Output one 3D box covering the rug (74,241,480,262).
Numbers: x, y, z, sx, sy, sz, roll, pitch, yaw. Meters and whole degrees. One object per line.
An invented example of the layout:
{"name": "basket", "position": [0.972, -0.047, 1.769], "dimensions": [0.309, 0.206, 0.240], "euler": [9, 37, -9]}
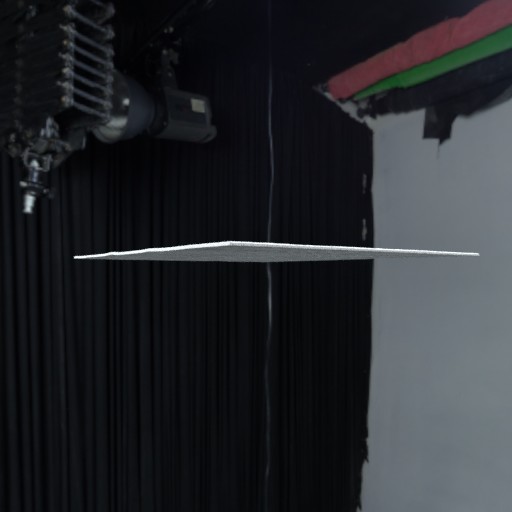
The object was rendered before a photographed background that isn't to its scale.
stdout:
{"name": "rug", "position": [0.000, 0.000, 0.904], "dimensions": [0.548, 0.006, 0.639], "euler": [2, -3, -37]}
